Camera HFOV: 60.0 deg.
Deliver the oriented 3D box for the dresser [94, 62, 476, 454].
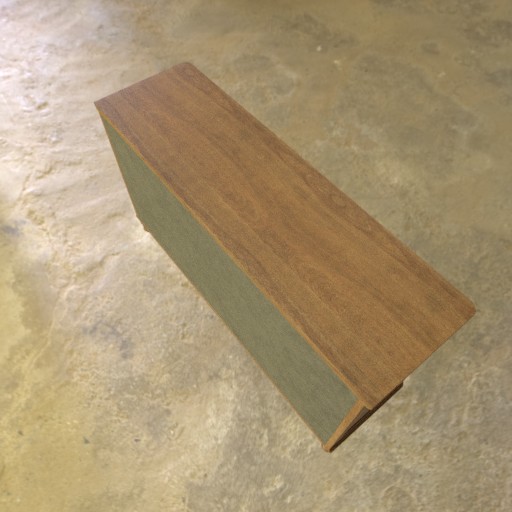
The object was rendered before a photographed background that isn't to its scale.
[{"bbox_3d":[0.000,0.000,1.962,0.468,0.892,1.583,-34,63,-20],"label":"dresser"}]
